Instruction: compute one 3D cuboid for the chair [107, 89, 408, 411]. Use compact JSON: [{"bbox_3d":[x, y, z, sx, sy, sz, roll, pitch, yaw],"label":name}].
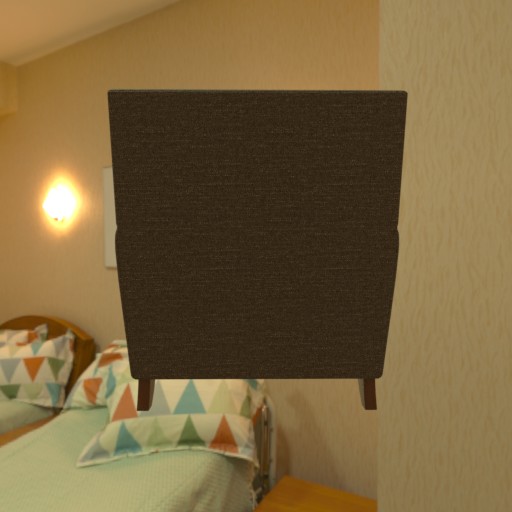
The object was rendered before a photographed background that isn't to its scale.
[{"bbox_3d":[0.000,0.000,1.563,0.838,0.885,0.875,0,1,-1],"label":"chair"}]
